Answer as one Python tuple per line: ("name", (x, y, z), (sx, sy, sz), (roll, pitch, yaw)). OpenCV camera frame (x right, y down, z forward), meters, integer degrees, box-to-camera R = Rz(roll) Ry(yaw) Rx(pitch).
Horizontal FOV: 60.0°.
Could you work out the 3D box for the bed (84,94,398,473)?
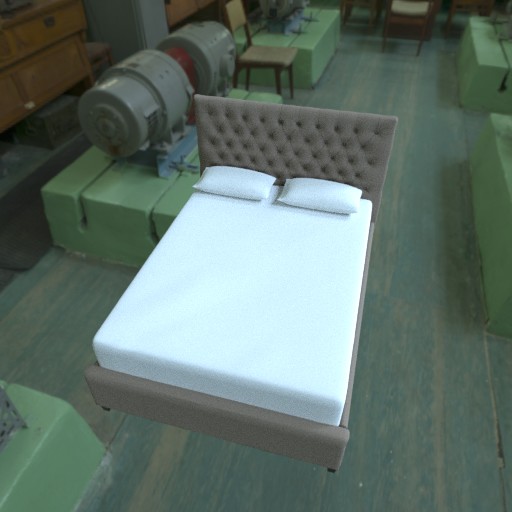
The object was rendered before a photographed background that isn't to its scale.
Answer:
("bed", (0.000, 0.000, 3.269), (1.696, 1.426, 2.233), (10, 42, 12))
